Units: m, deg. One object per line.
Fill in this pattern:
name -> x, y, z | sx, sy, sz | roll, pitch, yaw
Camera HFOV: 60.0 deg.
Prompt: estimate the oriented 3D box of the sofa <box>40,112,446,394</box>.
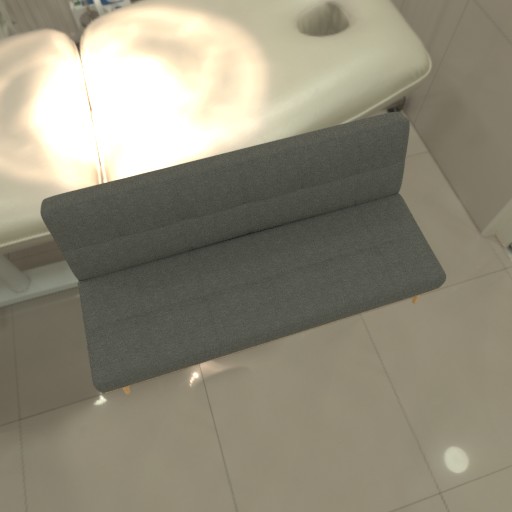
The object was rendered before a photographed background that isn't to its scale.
sofa -> 0.000, 0.000, 2.259 | 1.820, 0.770, 0.820 | -16, 64, -8
